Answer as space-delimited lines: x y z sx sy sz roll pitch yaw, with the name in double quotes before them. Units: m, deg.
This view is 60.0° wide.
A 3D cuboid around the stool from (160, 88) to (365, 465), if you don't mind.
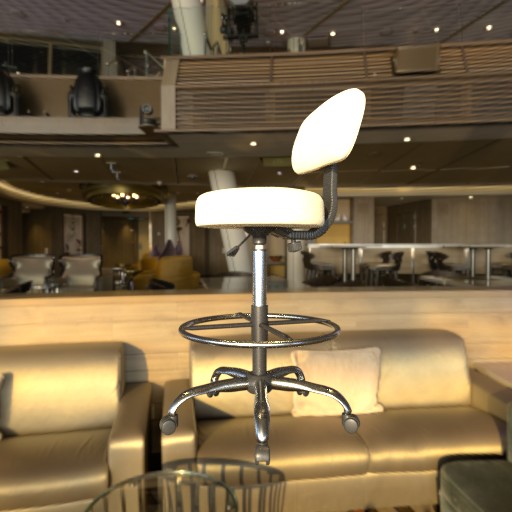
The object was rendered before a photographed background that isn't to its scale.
"stool" 0.000 0.000 1.436 0.616 1.080 0.609 0 1 -19
